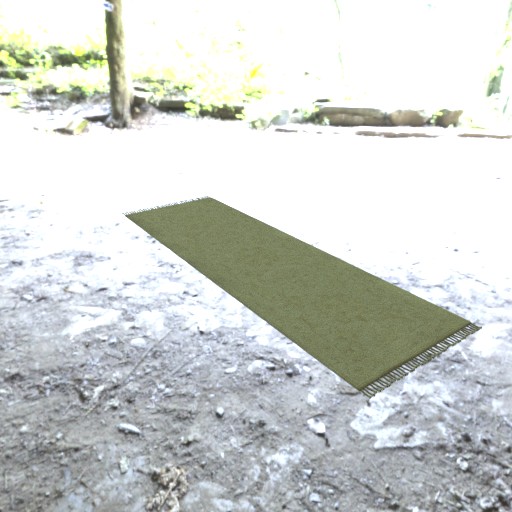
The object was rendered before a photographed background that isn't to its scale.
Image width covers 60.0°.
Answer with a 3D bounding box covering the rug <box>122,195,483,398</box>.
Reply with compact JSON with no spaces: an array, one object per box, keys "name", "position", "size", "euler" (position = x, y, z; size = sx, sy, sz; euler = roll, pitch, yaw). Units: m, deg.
[{"name":"rug","position":[0.000,0.000,2.813],"size":[0.795,0.015,2.544],"euler":[-17,30,-32]}]
